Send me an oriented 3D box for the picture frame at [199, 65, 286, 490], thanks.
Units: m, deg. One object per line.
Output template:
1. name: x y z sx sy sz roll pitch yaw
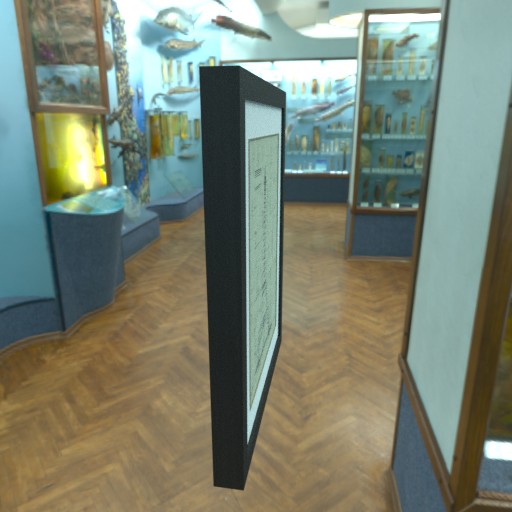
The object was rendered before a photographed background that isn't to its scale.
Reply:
1. picture frame: 0.000 0.000 0.762 0.044 0.555 0.452 3 17 9
